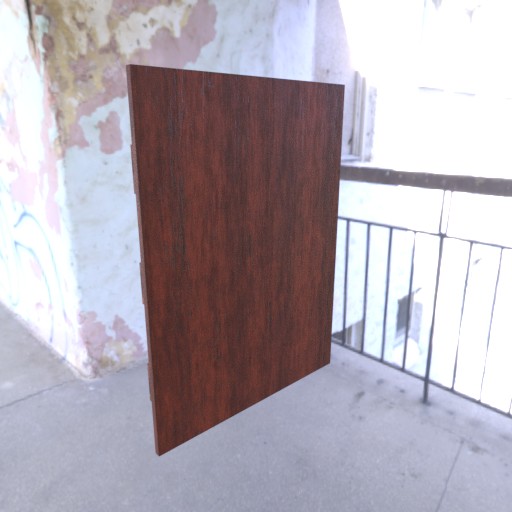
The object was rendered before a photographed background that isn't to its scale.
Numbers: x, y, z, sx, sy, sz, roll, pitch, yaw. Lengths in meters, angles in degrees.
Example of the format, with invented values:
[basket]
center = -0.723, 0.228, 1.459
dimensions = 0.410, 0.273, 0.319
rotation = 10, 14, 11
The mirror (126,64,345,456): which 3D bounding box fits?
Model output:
[mirror]
center = 0.000, 0.000, 1.069
dimensions = 0.600, 0.805, 0.021
rotation = -14, 22, -40
